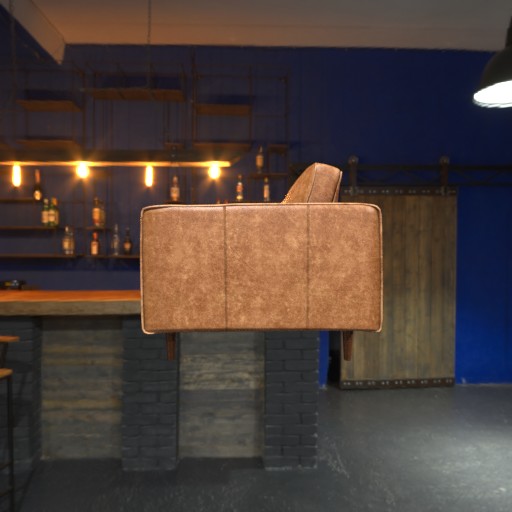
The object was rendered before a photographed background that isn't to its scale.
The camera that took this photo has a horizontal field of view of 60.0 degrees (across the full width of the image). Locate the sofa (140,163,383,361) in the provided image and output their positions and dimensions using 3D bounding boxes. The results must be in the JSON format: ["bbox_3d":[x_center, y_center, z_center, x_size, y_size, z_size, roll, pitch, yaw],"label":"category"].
[{"bbox_3d":[0.000,0.000,2.638,0.886,0.779,2.199,0,1,0],"label":"sofa"}]
